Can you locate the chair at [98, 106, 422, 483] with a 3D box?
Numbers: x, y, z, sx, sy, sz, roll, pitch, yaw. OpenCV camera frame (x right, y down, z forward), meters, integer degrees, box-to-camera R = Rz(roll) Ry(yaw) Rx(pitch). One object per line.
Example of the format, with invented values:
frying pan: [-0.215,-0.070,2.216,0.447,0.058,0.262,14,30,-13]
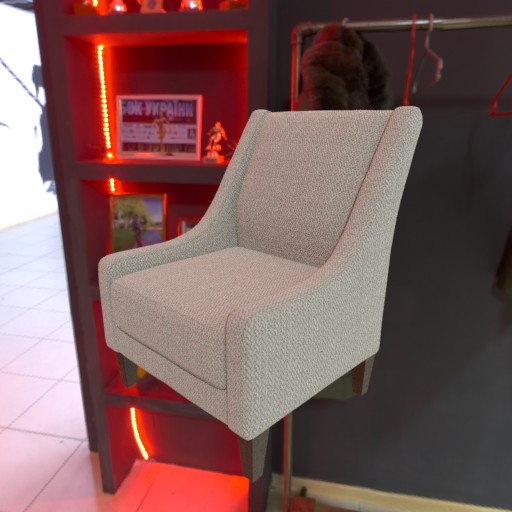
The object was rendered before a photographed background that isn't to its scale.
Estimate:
chair: [0.000,0.000,1.581,0.774,1.014,0.870,16,23,42]
